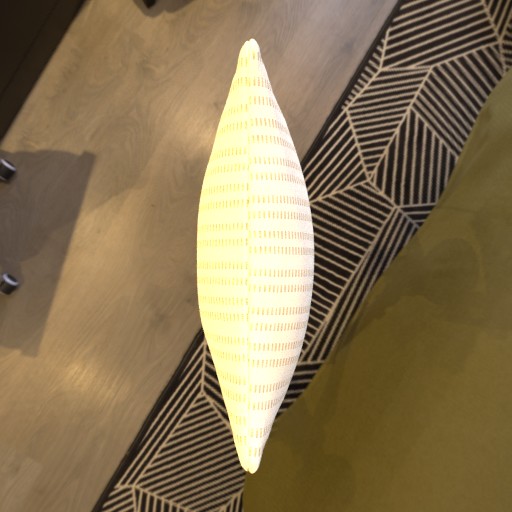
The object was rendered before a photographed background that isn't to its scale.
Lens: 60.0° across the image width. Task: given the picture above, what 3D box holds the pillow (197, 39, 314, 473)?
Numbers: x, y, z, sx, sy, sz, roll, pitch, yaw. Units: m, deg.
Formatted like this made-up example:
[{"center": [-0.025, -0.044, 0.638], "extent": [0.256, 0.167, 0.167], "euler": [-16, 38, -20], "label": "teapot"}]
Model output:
[{"center": [0.000, 0.000, 0.811], "extent": [0.210, 0.353, 0.640], "euler": [0, 89, 0], "label": "pillow"}]
